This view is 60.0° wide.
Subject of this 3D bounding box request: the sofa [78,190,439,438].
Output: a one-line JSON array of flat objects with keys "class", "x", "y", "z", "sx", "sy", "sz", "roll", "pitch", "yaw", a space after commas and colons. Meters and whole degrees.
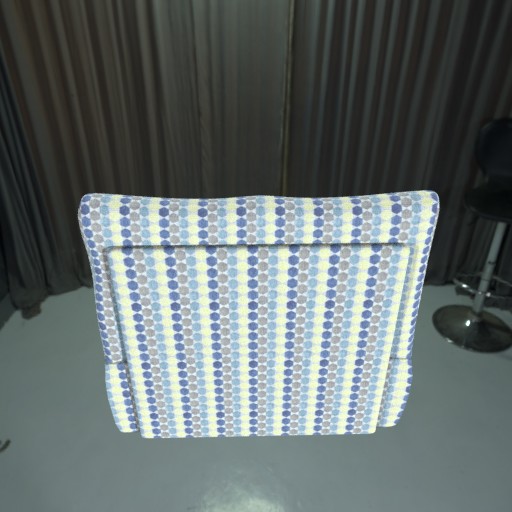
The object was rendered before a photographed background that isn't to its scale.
[{"class": "sofa", "x": 0.000, "y": 0.000, "z": 1.672, "sx": 0.930, "sy": 0.830, "sz": 1.000, "roll": -1, "pitch": 29, "yaw": -1}]
